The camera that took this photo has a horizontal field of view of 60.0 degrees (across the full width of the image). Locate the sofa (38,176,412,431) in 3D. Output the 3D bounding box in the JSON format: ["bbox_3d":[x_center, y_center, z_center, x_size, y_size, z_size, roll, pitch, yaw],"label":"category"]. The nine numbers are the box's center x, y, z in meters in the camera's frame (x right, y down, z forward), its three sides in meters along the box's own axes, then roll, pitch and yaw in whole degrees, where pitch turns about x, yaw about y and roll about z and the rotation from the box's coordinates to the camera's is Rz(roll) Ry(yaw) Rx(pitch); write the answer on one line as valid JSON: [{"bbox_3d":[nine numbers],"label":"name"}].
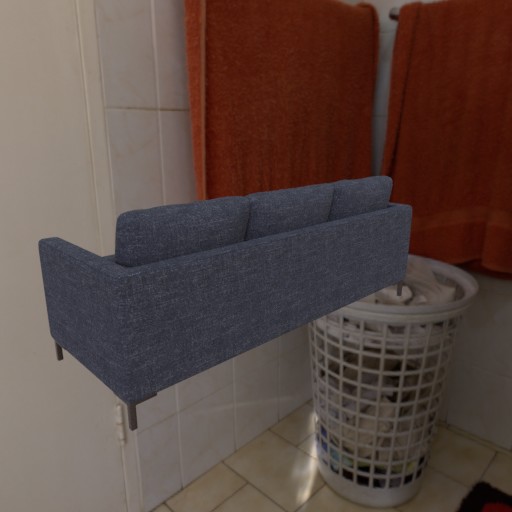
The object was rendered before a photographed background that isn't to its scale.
[{"bbox_3d":[0.000,0.000,2.691,2.218,0.874,0.859,-15,22,-42],"label":"sofa"}]
